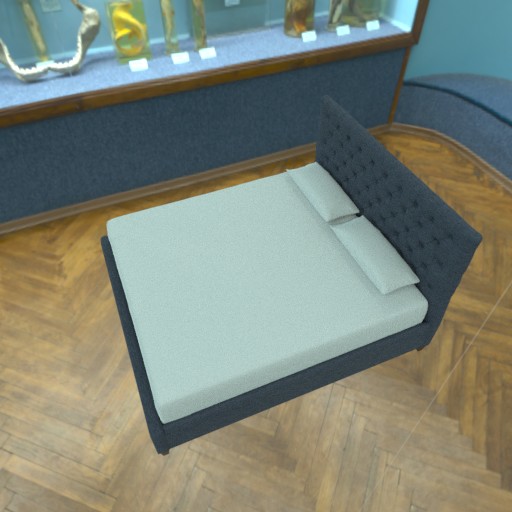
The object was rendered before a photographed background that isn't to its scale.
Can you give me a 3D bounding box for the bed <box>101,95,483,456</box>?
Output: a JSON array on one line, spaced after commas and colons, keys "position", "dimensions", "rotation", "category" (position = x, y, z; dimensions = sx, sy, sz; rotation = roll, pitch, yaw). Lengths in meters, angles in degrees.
[{"position": [0.000, 0.000, 3.697], "dimensions": [2.387, 1.427, 2.078], "rotation": [-17, 49, -15], "category": "bed"}]
